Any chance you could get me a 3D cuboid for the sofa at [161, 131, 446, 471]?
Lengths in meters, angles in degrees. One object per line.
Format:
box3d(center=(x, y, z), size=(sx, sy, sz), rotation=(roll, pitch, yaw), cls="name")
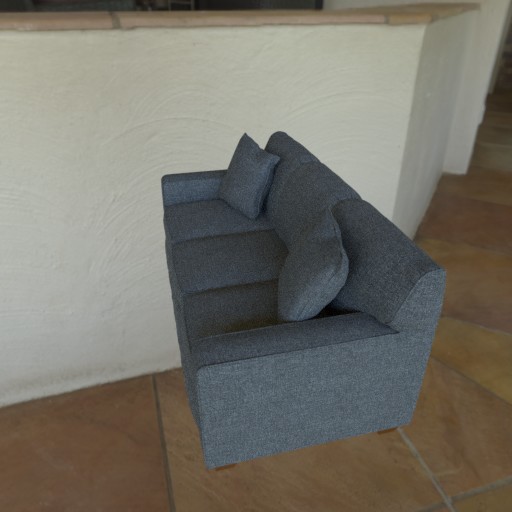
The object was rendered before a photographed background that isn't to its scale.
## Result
box3d(center=(0.000, 0.000, 2.550), size=(0.997, 0.958, 2.024), rotation=(-7, 31, -12), cls="sofa")
